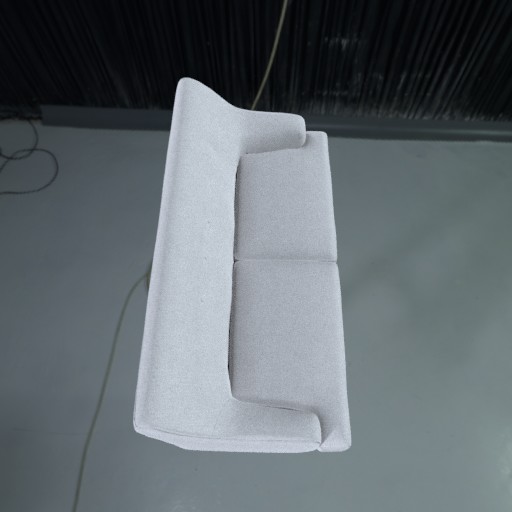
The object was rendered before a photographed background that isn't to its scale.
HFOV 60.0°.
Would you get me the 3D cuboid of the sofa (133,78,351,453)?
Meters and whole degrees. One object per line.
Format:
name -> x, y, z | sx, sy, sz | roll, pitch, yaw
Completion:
sofa -> 0.000, 0.000, 2.568 | 0.978, 0.871, 2.057 | 1, 63, 0
